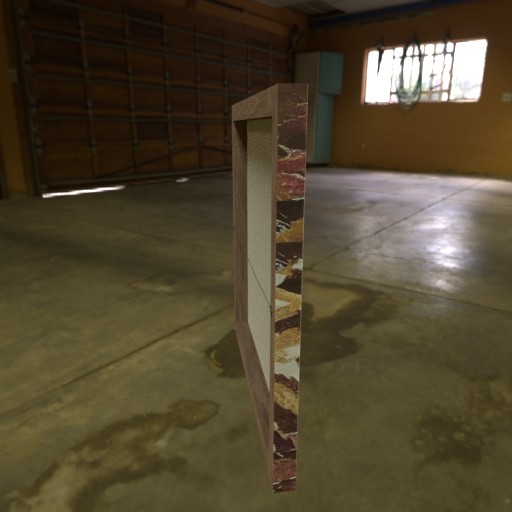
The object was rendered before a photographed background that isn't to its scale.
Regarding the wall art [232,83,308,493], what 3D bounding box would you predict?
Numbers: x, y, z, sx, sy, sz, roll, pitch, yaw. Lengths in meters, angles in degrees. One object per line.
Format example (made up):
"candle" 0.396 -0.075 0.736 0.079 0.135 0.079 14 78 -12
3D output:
"wall art" 0.000 0.000 0.915 0.041 0.613 0.609 -2 16 -8
